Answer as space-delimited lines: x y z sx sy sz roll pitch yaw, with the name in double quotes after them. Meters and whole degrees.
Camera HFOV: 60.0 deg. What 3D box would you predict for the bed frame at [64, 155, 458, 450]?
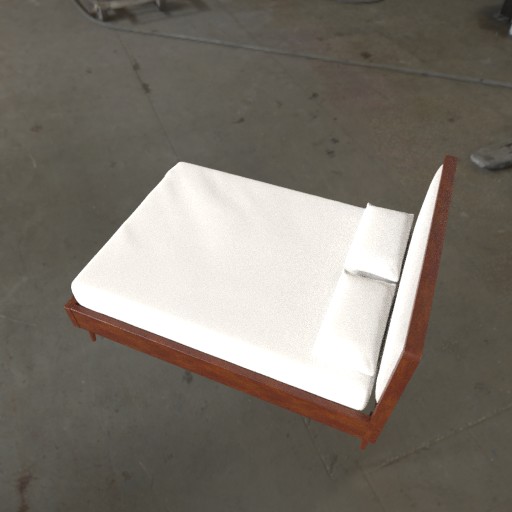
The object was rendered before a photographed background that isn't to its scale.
0.000 0.000 3.102 2.171 1.279 1.587 17 50 15 "bed frame"
